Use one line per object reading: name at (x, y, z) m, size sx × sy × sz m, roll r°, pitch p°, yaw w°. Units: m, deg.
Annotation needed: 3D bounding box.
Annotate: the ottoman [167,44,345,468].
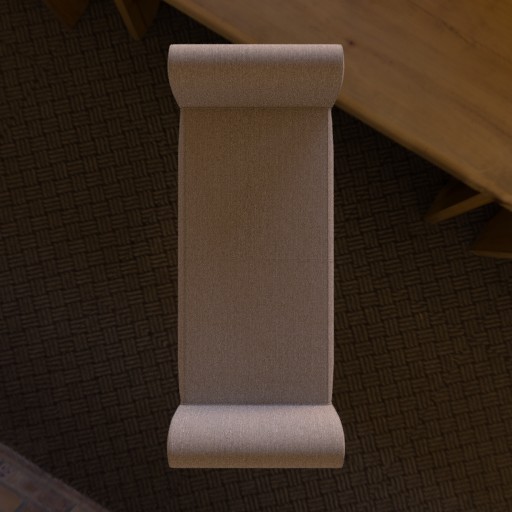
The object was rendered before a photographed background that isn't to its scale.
ottoman at (0.000, 0.000, 1.533) m, size 0.521 × 0.547 × 1.256 m, roll 0°, pitch 90°, yaw 0°
